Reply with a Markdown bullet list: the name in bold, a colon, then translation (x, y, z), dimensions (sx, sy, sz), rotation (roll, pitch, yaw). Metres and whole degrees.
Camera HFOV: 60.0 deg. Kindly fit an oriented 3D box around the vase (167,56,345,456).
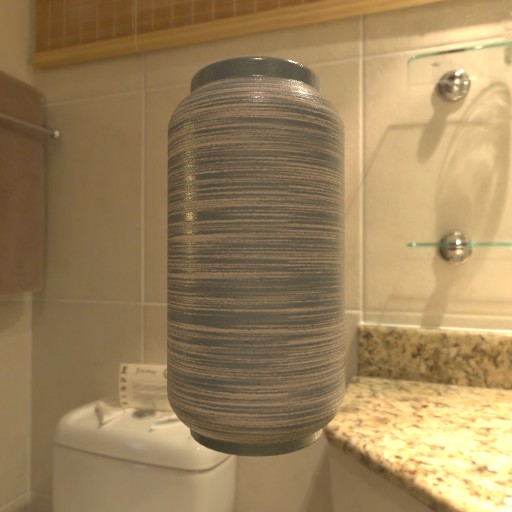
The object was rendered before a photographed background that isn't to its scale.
- **vase**: translation (0.000, 0.000, 0.296), dimensions (0.116, 0.230, 0.116), rotation (0, -1, 0)
